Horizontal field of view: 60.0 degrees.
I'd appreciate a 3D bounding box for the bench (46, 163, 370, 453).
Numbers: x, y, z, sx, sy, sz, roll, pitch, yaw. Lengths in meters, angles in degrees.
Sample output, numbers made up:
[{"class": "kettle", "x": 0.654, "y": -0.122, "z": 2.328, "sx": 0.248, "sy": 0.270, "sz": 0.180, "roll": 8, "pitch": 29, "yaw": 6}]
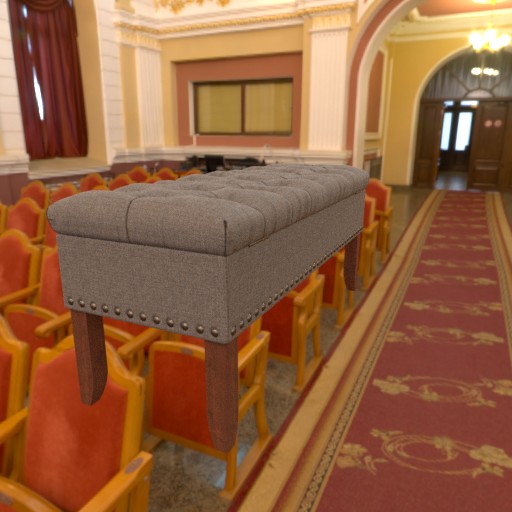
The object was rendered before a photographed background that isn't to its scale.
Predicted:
[{"class": "bench", "x": 0.000, "y": 0.000, "z": 1.284, "sx": 0.417, "sy": 0.470, "sz": 1.052, "roll": 7, "pitch": 17, "yaw": 25}]
